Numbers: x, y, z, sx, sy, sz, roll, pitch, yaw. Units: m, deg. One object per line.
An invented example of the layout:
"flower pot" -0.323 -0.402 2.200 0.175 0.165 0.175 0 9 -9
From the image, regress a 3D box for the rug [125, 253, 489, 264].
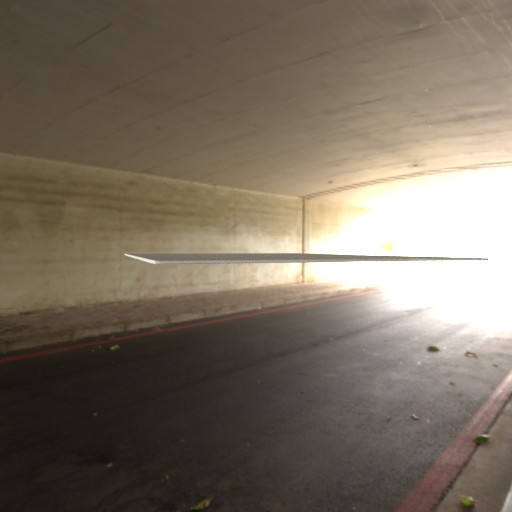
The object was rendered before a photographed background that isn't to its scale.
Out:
"rug" 0.000 0.000 2.864 1.532 0.017 2.244 0 1 -19
